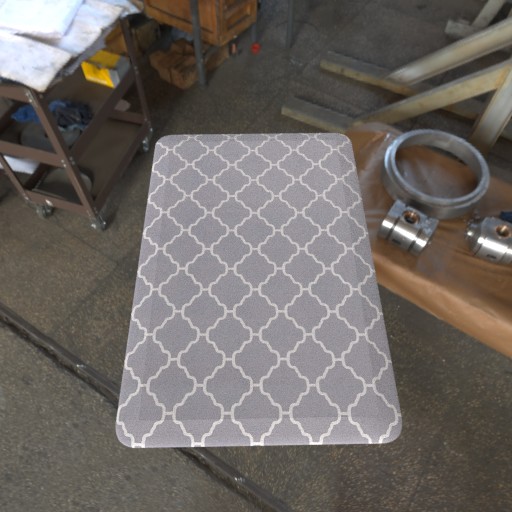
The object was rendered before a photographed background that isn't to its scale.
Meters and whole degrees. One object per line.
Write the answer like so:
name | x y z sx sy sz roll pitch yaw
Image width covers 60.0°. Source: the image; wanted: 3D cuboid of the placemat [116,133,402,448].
placemat | 0.000 0.000 0.960 0.508 0.021 0.762 -1 58 -1
